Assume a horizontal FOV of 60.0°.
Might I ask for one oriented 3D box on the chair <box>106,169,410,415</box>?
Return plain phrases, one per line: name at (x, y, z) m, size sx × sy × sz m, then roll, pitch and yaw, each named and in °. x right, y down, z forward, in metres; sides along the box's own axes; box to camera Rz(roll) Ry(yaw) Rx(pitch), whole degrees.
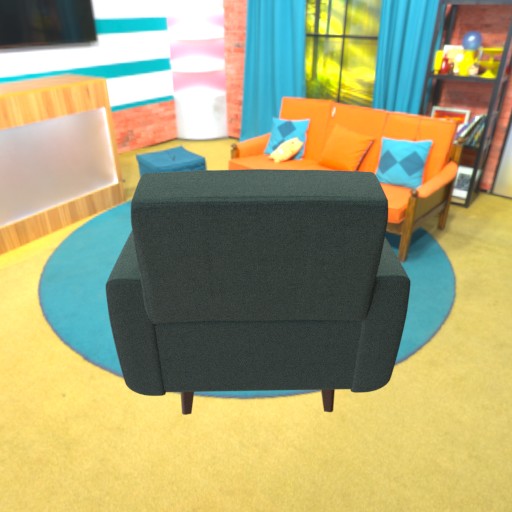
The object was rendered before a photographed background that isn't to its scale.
chair at (0.000, 0.000, 1.563) m, size 0.831 × 0.841 × 0.909 m, roll -1°, pitch 30°, yaw -1°
